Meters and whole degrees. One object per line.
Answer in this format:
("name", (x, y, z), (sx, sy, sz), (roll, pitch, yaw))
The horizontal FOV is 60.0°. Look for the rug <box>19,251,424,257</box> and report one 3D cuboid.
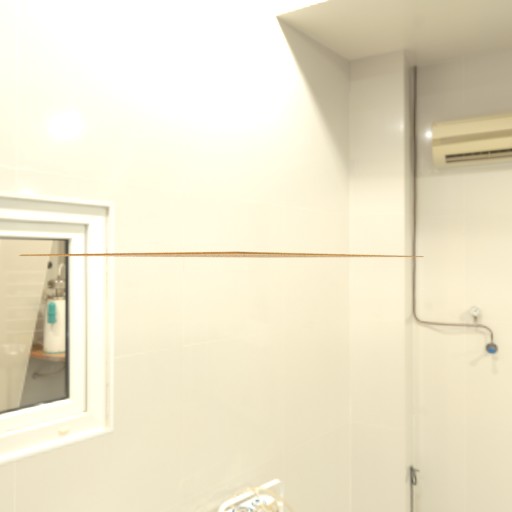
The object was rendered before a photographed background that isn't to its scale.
("rug", (0.000, 0.000, 2.939), (1.525, 0.007, 2.336), (0, -1, 36))
